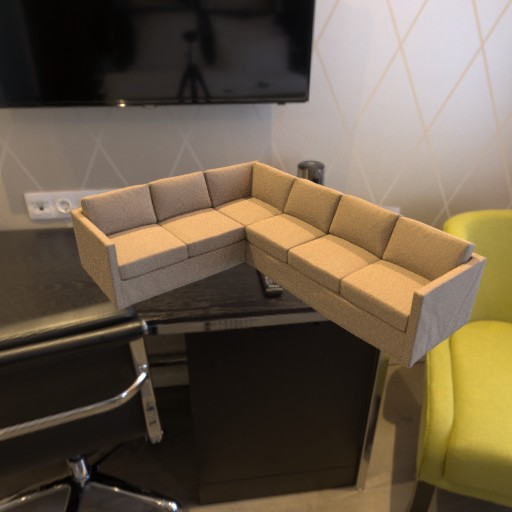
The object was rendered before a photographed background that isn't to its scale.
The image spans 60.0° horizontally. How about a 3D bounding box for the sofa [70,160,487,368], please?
[{"bbox_3d":[0.000,0.000,4.243,2.432,0.871,3.182,-20,35,-33],"label":"sofa"}]
